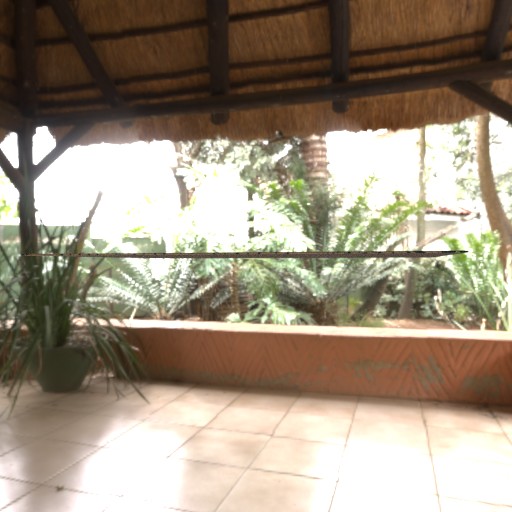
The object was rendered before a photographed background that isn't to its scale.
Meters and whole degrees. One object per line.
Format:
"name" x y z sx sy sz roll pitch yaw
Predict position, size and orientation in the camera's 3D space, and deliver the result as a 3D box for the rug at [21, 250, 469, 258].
"rug" 0.000 0.000 2.300 1.828 0.007 1.220 0 -1 17
